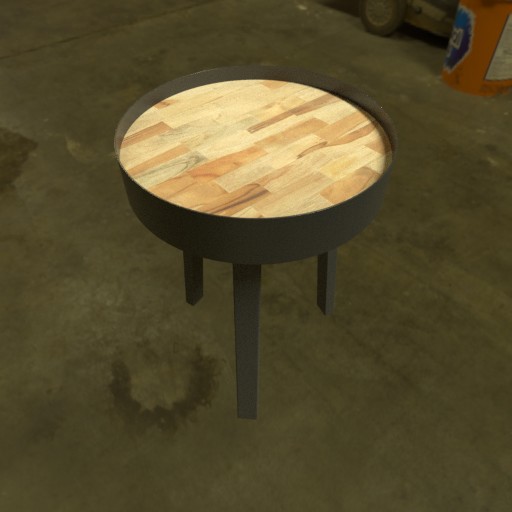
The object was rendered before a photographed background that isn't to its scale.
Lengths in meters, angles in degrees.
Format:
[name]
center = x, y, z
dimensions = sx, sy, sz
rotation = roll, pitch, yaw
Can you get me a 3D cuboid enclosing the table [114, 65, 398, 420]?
[table]
center = 0.000, 0.000, 0.854
dimensions = 0.406, 0.559, 0.406
rotation = 0, 47, 0
